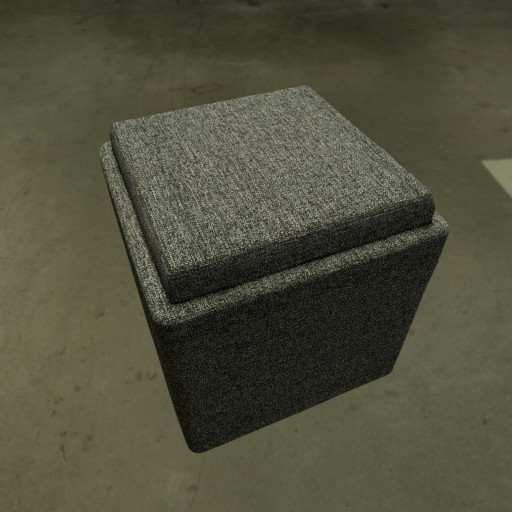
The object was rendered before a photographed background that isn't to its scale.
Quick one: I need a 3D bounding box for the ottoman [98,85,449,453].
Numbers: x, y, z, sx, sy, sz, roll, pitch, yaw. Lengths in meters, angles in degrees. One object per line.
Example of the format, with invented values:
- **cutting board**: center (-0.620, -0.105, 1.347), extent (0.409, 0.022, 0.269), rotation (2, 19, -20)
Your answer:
- **ottoman**: center (0.000, 0.000, 0.843), extent (0.450, 0.463, 0.450), rotation (-17, 48, -16)
